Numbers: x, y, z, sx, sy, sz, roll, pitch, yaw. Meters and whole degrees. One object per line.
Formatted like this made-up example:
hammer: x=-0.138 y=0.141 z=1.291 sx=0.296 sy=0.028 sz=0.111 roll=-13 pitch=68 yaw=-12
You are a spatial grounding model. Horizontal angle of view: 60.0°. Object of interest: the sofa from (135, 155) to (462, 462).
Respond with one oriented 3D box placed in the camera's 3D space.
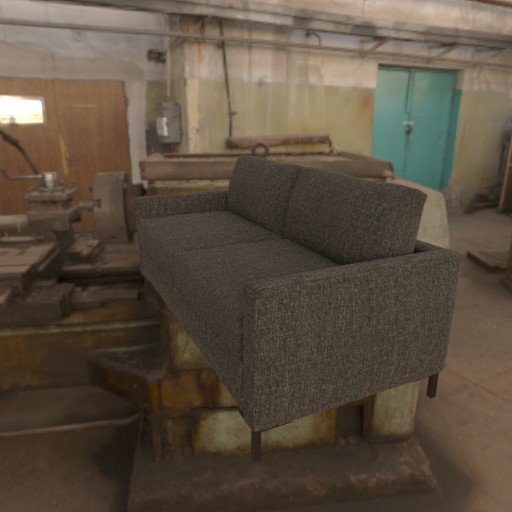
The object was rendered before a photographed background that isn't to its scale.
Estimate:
sofa: x=0.000 y=0.000 z=2.205 sx=0.866 sy=0.862 sz=1.716 roll=-8 pitch=19 yaw=-25
